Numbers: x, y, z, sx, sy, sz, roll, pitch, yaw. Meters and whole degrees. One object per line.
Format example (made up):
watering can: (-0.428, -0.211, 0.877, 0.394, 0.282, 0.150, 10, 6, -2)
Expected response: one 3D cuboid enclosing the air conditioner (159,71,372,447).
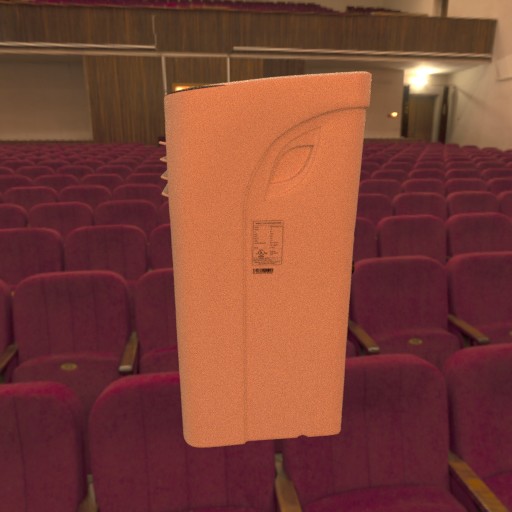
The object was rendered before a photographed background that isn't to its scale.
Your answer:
air conditioner: (0.000, 0.000, 0.952, 0.369, 0.716, 0.352, -2, 14, -8)
